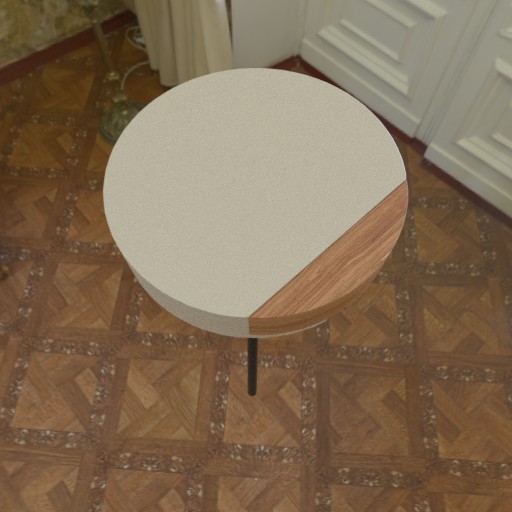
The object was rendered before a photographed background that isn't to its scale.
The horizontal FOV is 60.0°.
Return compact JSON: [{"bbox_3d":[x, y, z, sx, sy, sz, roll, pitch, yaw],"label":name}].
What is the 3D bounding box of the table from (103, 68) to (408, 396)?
[{"bbox_3d":[0.000,0.000,0.870,0.450,0.525,0.450,0,63,0],"label":"table"}]
